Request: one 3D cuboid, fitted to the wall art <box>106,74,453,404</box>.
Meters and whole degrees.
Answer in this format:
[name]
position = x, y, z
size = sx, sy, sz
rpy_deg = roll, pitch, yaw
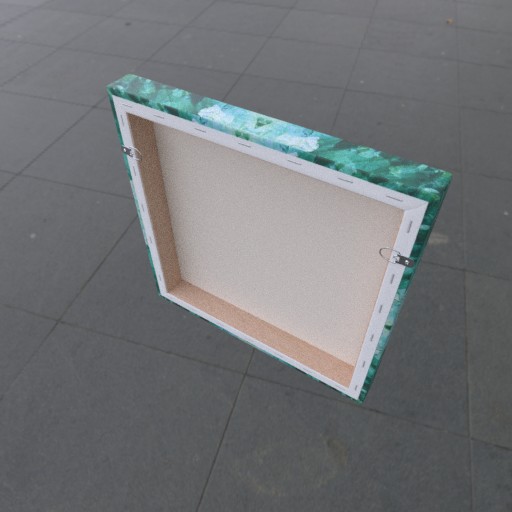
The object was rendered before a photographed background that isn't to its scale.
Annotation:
[wall art]
position = 0.000, 0.000, 0.477
size = 0.313, 0.313, 0.033
rpy_deg = 24, 51, 21
